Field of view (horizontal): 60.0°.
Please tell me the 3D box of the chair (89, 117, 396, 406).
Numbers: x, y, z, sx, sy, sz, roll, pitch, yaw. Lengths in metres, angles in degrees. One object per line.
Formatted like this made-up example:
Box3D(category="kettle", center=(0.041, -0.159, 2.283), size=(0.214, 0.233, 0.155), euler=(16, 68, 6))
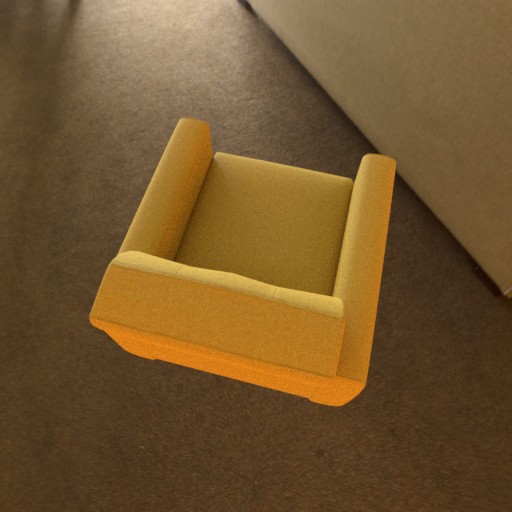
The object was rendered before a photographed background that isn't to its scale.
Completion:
Box3D(category="chair", center=(0.000, 0.000, 1.537), size=(0.831, 0.841, 0.909), euler=(13, 64, 6))
